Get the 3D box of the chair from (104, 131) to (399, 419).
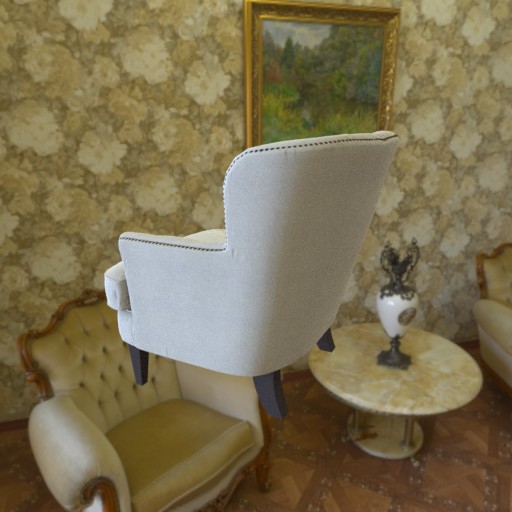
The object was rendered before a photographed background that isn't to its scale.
[{"bbox_3d":[0.000,0.000,1.596,0.906,0.868,0.848,8,18,26],"label":"chair"}]
